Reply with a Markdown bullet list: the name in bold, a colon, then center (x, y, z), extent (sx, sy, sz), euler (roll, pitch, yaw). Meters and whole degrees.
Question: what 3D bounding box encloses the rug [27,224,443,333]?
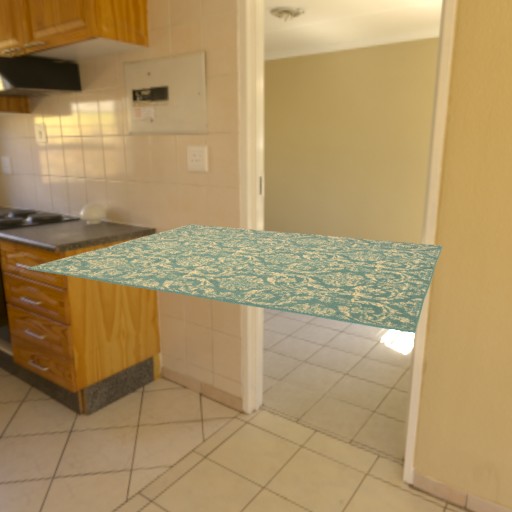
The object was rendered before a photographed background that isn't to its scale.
- **rug**: center (0.000, 0.000, 3.988), extent (2.980, 0.012, 2.363), euler (6, 15, 25)
